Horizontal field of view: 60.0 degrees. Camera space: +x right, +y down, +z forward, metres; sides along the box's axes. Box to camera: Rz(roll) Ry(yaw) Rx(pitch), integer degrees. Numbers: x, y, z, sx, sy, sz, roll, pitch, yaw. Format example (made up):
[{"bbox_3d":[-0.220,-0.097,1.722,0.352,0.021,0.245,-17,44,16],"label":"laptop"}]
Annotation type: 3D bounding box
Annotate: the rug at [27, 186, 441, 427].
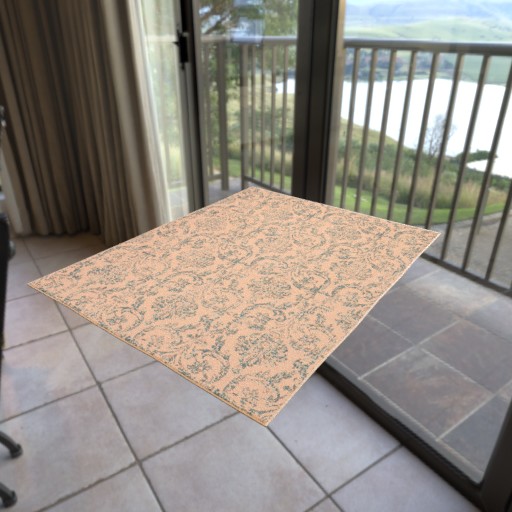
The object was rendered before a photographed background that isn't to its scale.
[{"bbox_3d":[0.000,0.000,3.976,2.363,0.012,2.980,19,33,32],"label":"rug"}]
